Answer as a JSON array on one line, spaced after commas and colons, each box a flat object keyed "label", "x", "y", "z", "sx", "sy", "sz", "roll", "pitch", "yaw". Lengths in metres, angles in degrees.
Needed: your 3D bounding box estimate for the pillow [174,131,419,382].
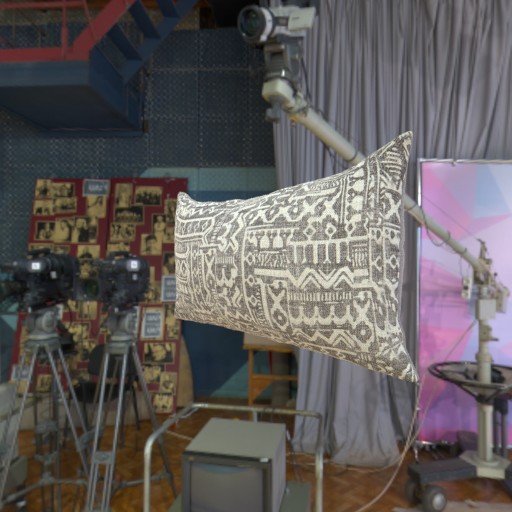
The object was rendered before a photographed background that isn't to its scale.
[{"label": "pillow", "x": 0.000, "y": 0.000, "z": 0.761, "sx": 0.148, "sy": 0.290, "sz": 0.631, "roll": 0, "pitch": 0, "yaw": -36}]
